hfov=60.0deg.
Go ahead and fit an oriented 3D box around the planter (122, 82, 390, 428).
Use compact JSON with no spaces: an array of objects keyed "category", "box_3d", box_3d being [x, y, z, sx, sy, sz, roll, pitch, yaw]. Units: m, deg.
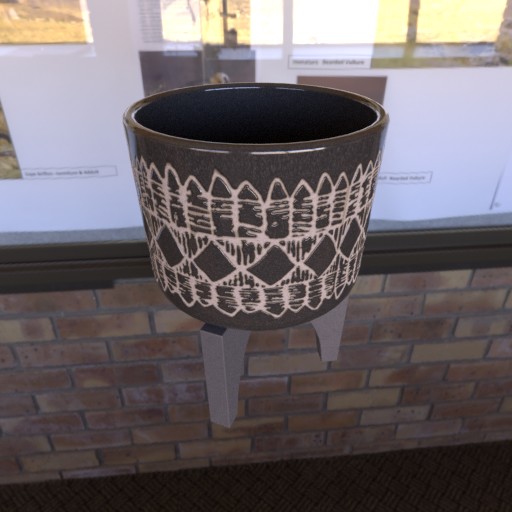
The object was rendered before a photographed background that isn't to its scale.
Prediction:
[{"category":"planter","box_3d":[0.000,0.000,0.402,0.196,0.264,0.196,-22,38,-31]}]
